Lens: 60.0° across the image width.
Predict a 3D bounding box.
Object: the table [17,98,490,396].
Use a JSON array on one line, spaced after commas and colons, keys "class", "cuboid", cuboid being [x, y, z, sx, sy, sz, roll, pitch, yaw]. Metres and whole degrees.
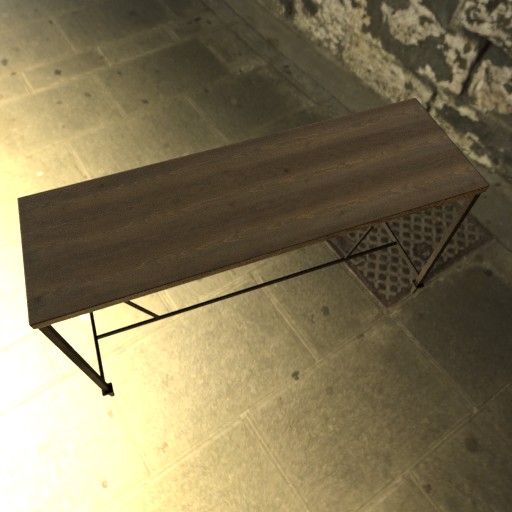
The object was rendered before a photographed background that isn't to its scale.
[{"class": "table", "cuboid": [0.000, 0.000, 2.047, 1.700, 0.902, 0.551, -17, 59, -10]}]
